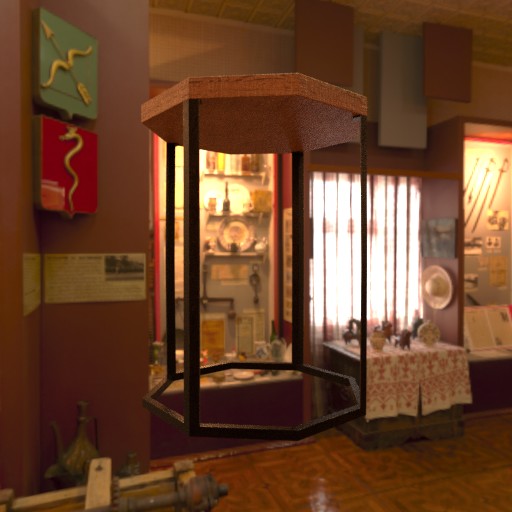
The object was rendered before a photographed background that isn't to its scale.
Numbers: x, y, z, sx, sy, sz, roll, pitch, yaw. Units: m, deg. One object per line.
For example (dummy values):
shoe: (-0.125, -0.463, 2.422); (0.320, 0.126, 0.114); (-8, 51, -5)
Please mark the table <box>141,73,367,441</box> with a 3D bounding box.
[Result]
table: (0.000, 0.000, 0.875); (0.437, 0.553, 0.437); (0, 1, -17)
